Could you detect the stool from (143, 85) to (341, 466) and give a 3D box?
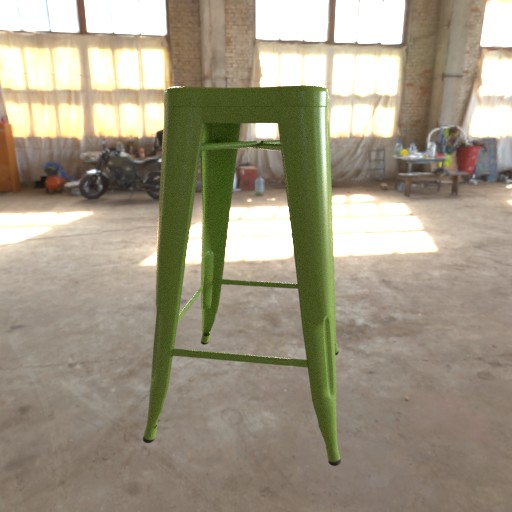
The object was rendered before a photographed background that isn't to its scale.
[{"bbox_3d":[0.000,0.000,0.872,0.358,0.609,0.398,3,17,9],"label":"stool"}]
